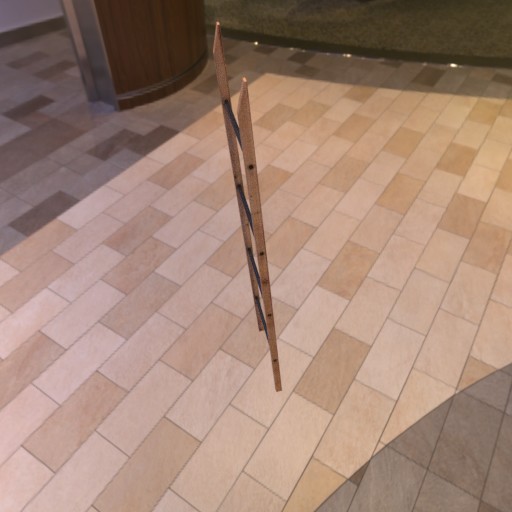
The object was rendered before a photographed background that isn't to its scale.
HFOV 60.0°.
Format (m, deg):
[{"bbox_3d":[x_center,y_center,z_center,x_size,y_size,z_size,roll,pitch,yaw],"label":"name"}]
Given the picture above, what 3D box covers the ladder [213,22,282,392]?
[{"bbox_3d":[0.000,0.000,1.964,0.200,1.805,0.442,-10,47,-9],"label":"ladder"}]
